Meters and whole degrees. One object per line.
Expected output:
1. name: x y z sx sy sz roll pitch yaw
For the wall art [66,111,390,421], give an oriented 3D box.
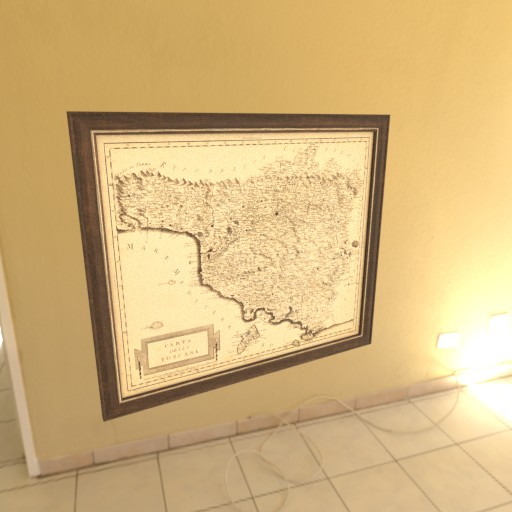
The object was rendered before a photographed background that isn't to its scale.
1. wall art: 0.000 0.000 1.428 1.033 0.875 0.023 -9 19 -27
